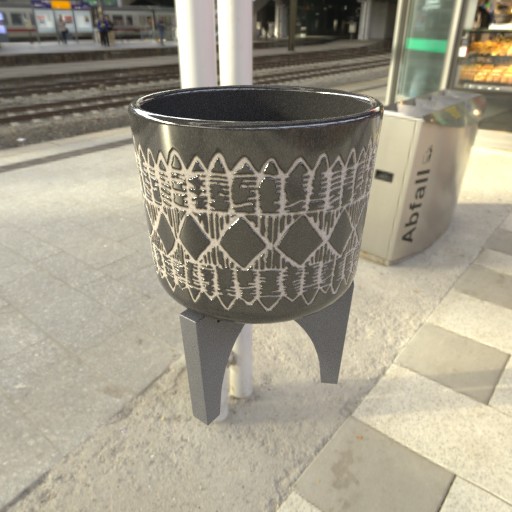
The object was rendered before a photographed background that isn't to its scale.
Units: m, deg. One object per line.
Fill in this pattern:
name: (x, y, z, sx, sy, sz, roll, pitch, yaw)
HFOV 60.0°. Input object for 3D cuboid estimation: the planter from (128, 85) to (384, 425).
planter: (0.000, 0.000, 0.527, 0.251, 0.355, 0.251, 19, 33, 33)
